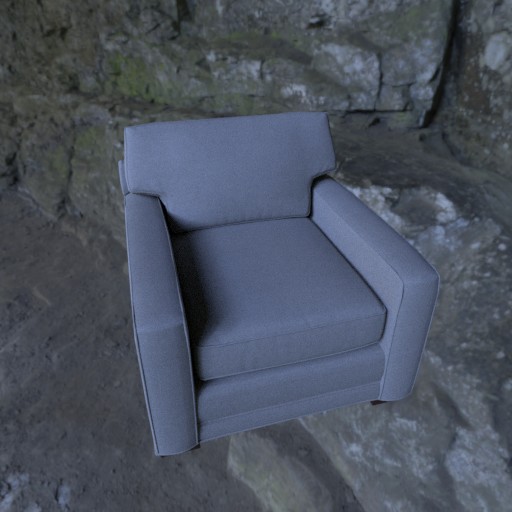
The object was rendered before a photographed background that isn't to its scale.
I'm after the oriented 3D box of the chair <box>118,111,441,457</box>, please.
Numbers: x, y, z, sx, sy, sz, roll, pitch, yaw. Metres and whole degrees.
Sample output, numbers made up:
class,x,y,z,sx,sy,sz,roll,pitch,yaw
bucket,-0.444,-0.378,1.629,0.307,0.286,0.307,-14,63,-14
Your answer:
class,x,y,z,sx,sy,sz,roll,pitch,yaw
chair,0.000,0.000,1.812,0.999,0.934,1.044,-8,33,-13
